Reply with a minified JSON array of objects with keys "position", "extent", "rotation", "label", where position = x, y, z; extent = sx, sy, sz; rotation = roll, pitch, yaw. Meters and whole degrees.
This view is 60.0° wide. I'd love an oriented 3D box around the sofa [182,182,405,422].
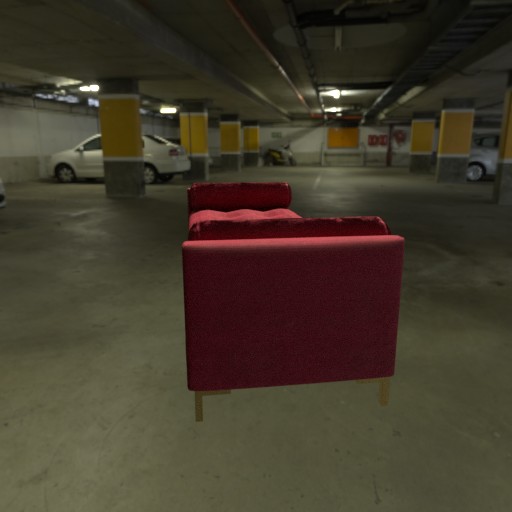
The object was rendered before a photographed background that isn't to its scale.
[{"position":[0.000,0.000,2.550],"extent":[0.796,0.705,2.102],"rotation":[-2,14,-8],"label":"sofa"}]
